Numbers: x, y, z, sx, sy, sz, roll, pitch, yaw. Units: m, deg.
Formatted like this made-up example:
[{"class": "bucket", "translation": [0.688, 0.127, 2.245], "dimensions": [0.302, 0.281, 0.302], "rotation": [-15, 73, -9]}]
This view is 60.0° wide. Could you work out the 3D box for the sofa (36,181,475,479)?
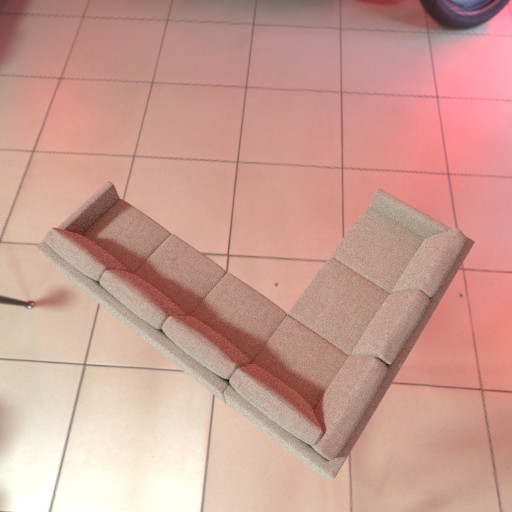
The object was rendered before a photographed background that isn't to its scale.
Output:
[{"class": "sofa", "translation": [0.000, 0.000, 4.230], "dimensions": [3.182, 0.863, 2.432], "rotation": [33, 68, 16]}]
